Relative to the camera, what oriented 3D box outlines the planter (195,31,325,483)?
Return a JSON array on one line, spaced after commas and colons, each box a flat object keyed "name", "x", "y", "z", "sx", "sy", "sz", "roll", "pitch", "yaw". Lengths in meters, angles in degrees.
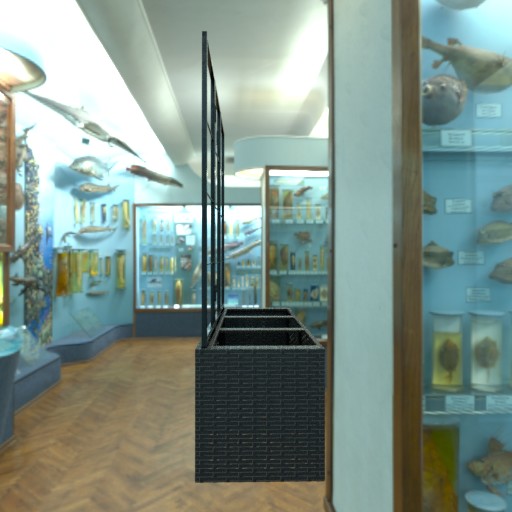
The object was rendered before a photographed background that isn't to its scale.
[{"name": "planter", "x": 0.000, "y": 0.000, "z": 1.167, "sx": 0.244, "sy": 0.841, "sz": 0.699, "roll": 0, "pitch": 0, "yaw": -1}]
